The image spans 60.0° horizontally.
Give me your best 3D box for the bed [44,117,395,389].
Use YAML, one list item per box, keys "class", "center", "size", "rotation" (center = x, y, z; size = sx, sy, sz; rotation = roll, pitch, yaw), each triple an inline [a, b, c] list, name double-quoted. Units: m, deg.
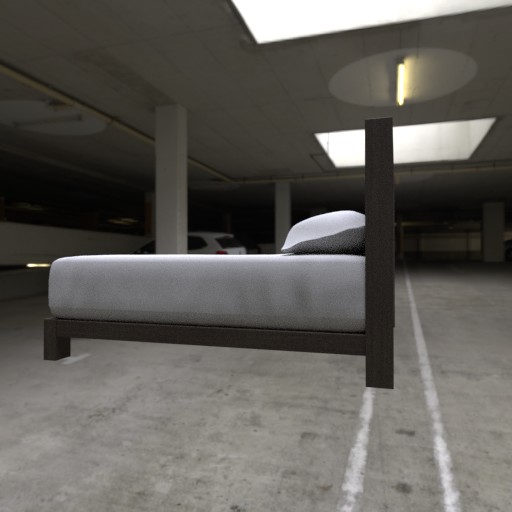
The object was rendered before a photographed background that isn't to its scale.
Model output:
- class: "bed"
  center: [0.000, 0.000, 3.382]
  size: [2.012, 1.270, 2.134]
  rotation: [0, -1, 18]
